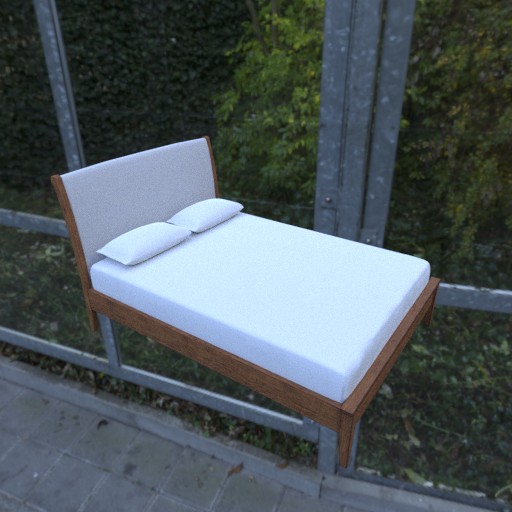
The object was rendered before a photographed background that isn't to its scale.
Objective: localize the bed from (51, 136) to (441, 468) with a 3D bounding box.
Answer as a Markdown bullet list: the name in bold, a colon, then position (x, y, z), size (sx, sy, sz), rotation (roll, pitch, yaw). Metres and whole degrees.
- **bed**: position (0.000, 0.000, 2.998), size (2.108, 1.135, 1.502), rotation (17, 31, 31)
